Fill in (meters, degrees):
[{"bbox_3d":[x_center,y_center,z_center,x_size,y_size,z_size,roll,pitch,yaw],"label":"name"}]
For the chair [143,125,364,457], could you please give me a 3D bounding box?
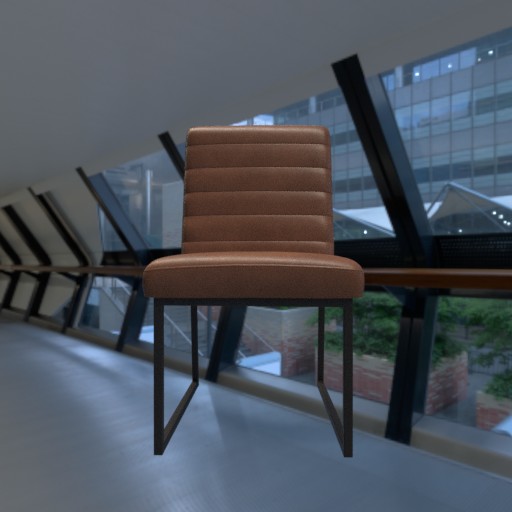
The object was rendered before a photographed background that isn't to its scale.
[{"bbox_3d":[0.000,0.000,1.326,0.520,0.930,0.634,0,0,1],"label":"chair"}]
